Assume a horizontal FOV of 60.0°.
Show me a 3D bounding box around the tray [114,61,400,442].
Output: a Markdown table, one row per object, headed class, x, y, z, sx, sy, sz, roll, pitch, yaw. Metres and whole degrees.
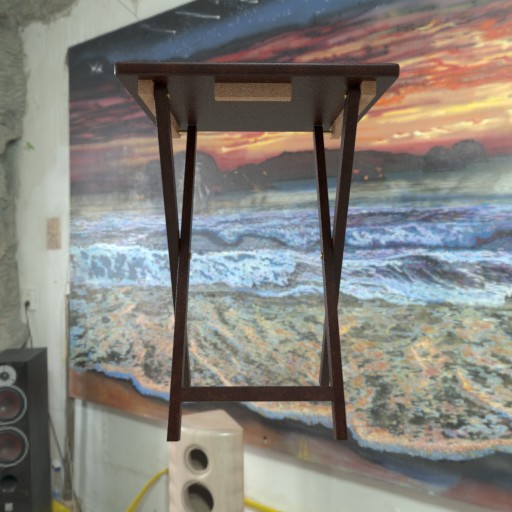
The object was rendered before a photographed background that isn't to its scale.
| class | x | y | z | sx | sy | sz | roll | pitch | yaw |
| --- | --- | --- | --- | --- | --- | --- | --- | --- | --- |
| tray | 0.000 | 0.000 | 0.940 | 0.483 | 0.660 | 0.381 | 0 | 2 | -1 |
